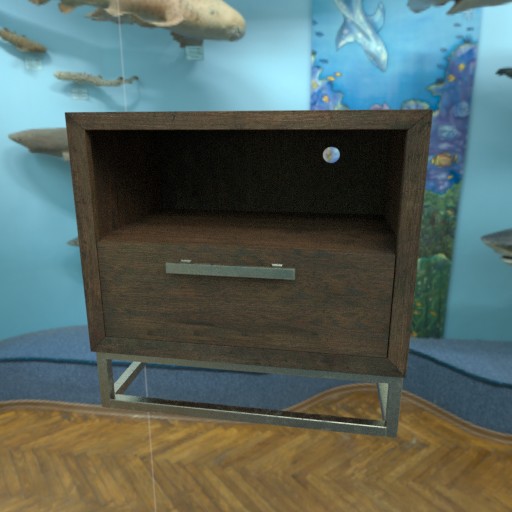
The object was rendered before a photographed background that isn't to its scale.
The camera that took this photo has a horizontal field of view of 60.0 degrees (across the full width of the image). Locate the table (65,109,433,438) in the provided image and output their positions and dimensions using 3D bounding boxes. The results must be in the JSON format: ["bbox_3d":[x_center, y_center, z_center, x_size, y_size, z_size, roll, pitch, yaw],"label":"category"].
[{"bbox_3d":[0.000,0.000,1.233,0.767,0.746,0.542,3,16,9],"label":"table"}]
